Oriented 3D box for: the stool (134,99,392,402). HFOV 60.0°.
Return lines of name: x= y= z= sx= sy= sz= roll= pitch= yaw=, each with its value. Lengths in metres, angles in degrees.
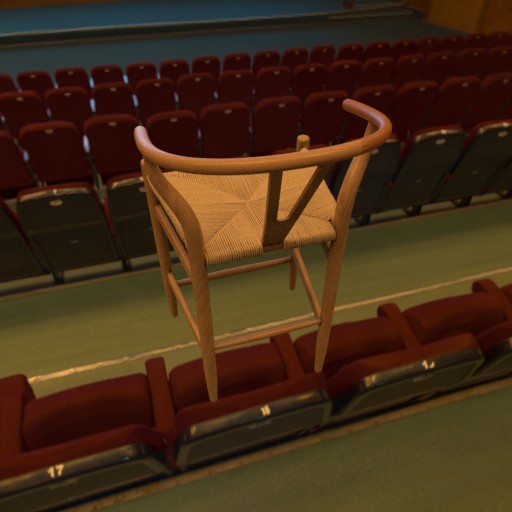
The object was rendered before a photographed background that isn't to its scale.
stool: x=0.000 y=0.000 z=1.256 sx=0.536 sy=0.923 sz=0.575 roll=-12 pitch=42 yaw=-13
